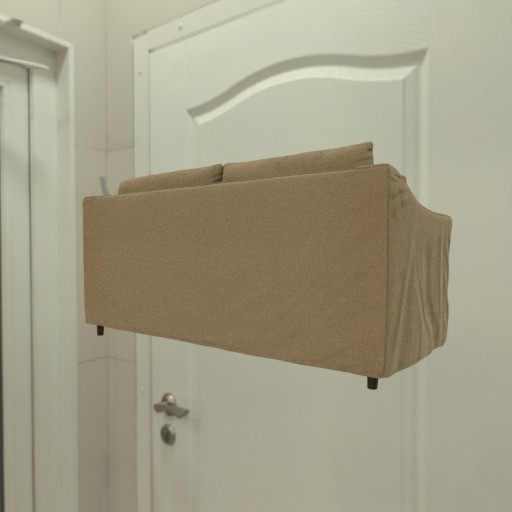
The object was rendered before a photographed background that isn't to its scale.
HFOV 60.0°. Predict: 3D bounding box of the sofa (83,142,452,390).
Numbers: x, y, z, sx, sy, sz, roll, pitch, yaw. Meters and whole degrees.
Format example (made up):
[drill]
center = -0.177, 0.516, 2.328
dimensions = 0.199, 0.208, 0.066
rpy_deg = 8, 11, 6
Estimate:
[sofa]
center = 0.000, 0.000, 2.661
dimensions = 2.010, 1.018, 1.072
rpy_deg = 1, 2, 36
